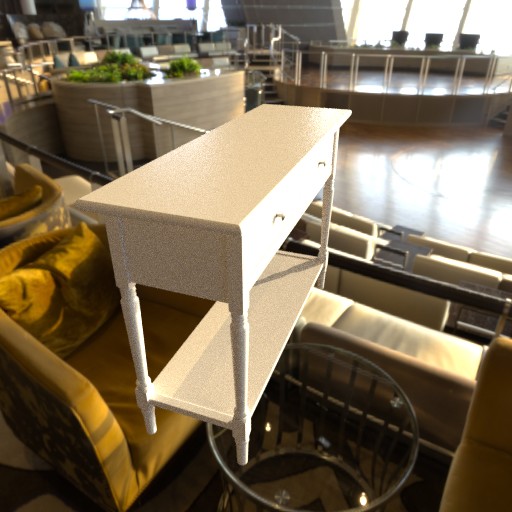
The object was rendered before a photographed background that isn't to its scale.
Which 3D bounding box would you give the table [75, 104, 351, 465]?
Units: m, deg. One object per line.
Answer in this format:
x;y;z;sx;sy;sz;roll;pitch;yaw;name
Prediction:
0.000;0.000;1.567;0.386;0.814;1.191;10;31;18;table
